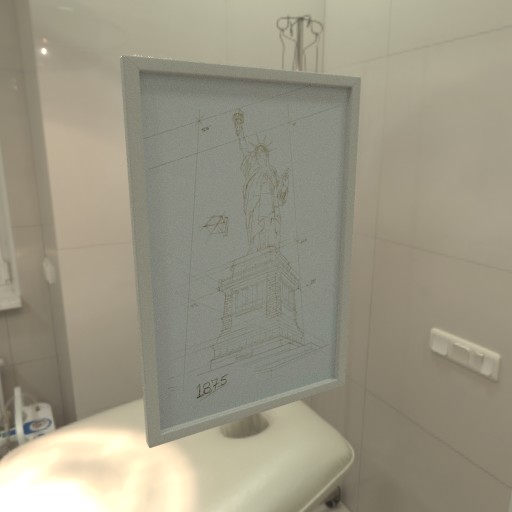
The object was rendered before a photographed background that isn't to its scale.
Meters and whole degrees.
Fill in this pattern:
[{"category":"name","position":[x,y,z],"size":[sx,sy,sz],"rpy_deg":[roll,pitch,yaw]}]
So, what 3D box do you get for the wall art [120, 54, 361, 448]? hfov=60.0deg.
[{"category":"wall art","position":[0.000,0.000,1.496],"size":[0.808,1.183,0.038],"rpy_deg":[-8,16,-28]}]
